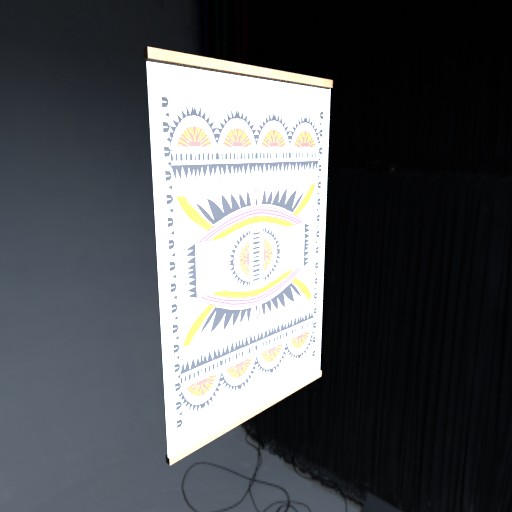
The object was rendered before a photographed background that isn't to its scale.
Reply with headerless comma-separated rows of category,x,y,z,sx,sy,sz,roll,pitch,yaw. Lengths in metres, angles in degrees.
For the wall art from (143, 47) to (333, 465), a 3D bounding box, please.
wall art,0.000,0.000,1.931,0.028,1.533,0.999,13,19,43
